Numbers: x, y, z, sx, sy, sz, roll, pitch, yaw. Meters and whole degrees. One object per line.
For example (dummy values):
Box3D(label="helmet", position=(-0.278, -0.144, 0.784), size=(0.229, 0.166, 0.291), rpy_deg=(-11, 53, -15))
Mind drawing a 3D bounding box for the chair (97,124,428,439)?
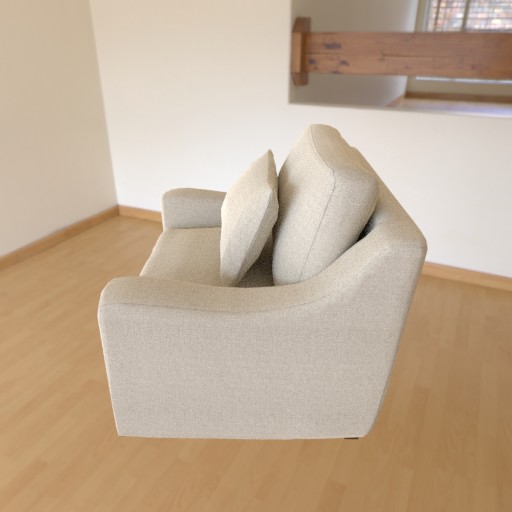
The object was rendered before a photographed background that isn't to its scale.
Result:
Box3D(label="chair", position=(0.000, 0.000, 1.912), size=(1.009, 1.016, 1.178), rpy_deg=(1, 27, 1))
